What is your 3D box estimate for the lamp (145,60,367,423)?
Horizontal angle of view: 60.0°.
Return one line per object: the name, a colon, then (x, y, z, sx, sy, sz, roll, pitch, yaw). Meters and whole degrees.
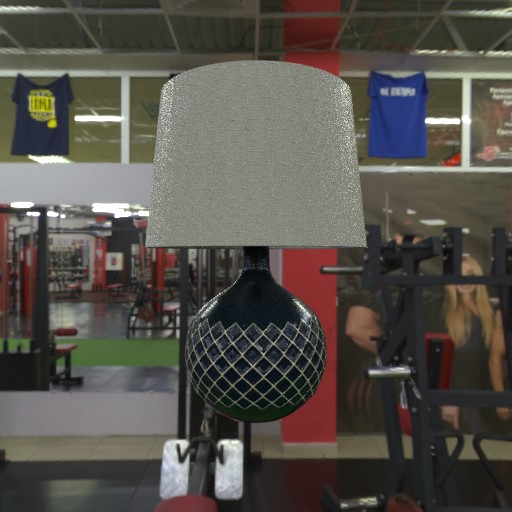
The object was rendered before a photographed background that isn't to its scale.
lamp: (0.000, 0.000, 0.773, 0.376, 0.540, 0.376, 0, 0, 0)
